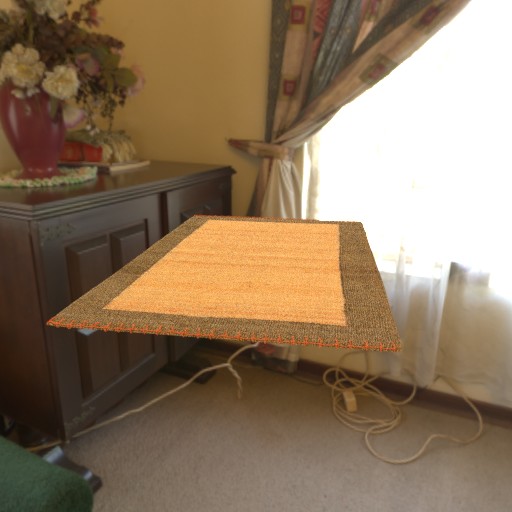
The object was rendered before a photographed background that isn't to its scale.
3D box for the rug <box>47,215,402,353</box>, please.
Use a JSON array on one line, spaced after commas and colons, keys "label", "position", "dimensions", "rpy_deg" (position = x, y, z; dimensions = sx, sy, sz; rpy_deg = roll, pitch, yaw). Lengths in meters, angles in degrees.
[{"label": "rug", "position": [0.000, 0.000, 2.314], "dimensions": [1.220, 0.019, 1.838], "rpy_deg": [3, 18, 9]}]
